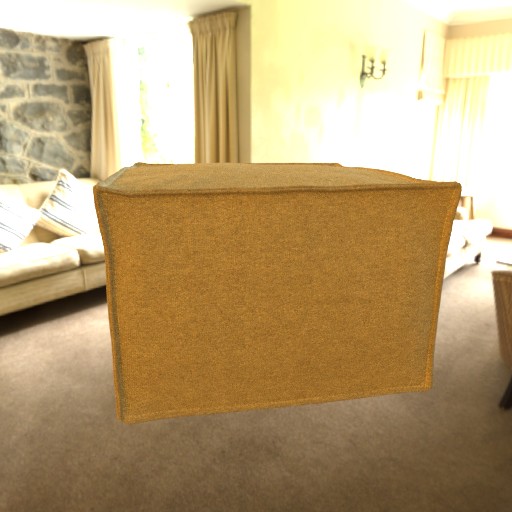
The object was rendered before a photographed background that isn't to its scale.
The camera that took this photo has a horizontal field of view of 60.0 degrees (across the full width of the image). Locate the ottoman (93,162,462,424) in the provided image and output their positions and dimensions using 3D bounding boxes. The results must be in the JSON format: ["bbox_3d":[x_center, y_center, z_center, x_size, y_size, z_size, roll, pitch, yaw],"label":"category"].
[{"bbox_3d":[0.000,0.000,1.152,0.696,0.470,0.707,-3,16,-9],"label":"ottoman"}]
